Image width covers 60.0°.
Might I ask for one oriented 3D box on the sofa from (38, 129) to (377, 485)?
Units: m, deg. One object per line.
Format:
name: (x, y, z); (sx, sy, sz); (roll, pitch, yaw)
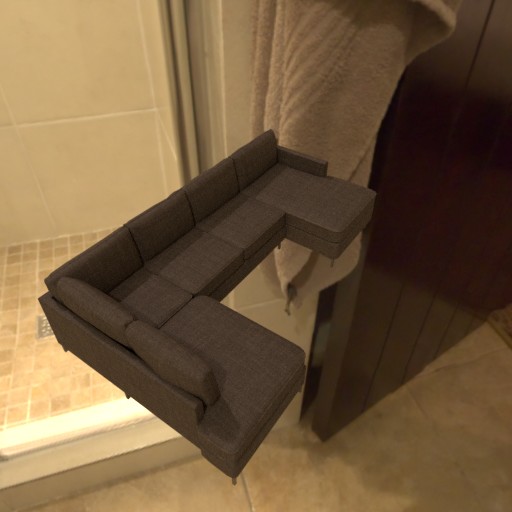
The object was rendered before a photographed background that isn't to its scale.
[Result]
sofa: (0.000, 0.000, 4.365); (2.048, 0.999, 3.423); (25, 48, 25)
